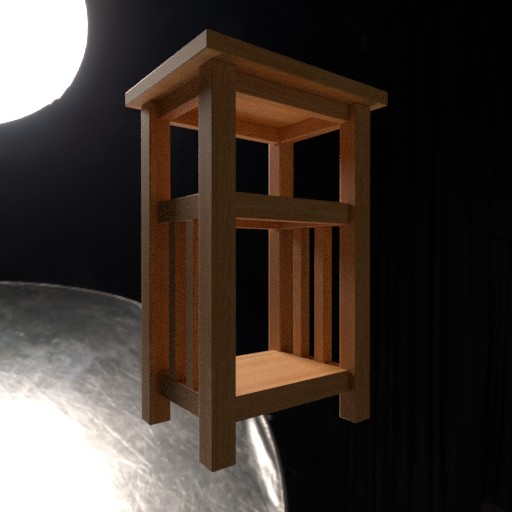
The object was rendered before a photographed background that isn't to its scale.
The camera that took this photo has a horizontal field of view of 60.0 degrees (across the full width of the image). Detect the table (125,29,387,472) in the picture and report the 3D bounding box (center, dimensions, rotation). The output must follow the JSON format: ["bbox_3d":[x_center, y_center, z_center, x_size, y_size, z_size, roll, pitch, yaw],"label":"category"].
[{"bbox_3d":[0.000,0.000,0.747,0.350,0.550,0.270,0,0,-37],"label":"table"}]
